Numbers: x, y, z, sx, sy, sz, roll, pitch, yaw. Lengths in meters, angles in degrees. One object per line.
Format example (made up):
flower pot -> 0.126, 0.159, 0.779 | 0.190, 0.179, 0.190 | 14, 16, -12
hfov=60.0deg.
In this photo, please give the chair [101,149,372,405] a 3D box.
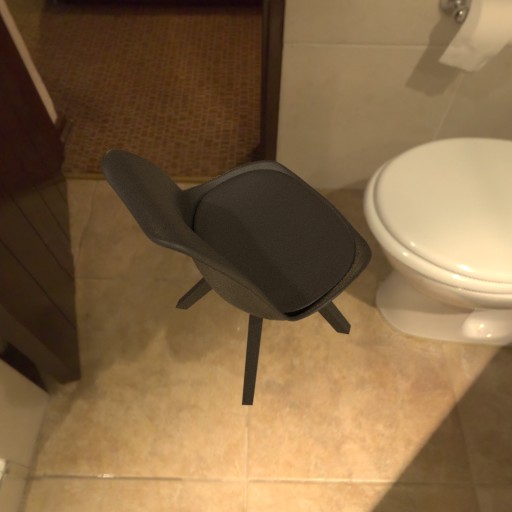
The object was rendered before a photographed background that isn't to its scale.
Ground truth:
chair -> 0.000, 0.000, 1.190 | 0.550, 0.850, 0.485 | -31, 63, -18
